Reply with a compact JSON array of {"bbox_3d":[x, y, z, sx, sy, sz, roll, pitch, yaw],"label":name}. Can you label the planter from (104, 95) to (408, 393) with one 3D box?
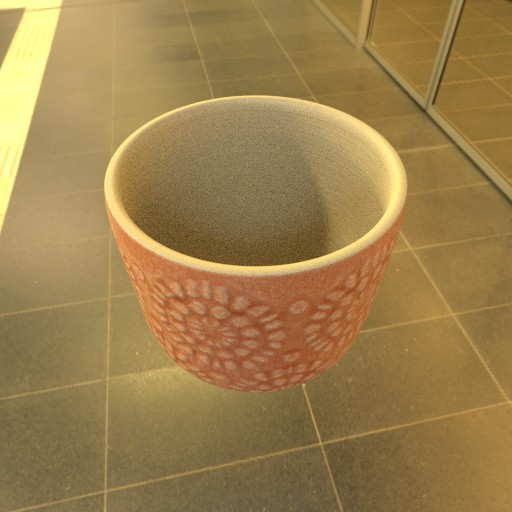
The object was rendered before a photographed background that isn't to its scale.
[{"bbox_3d":[0.000,0.000,0.221,0.124,0.109,0.124,0,46,0],"label":"planter"}]
